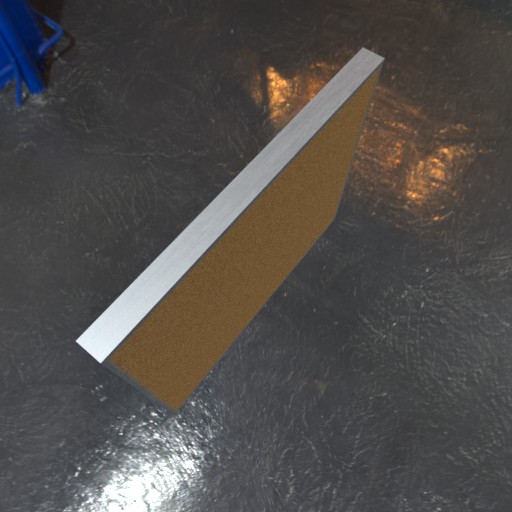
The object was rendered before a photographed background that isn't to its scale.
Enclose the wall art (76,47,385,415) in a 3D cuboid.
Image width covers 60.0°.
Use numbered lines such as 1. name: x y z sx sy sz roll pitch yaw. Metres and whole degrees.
1. wall art: 0.000 0.000 0.752 0.037 0.450 0.557 35 69 16
